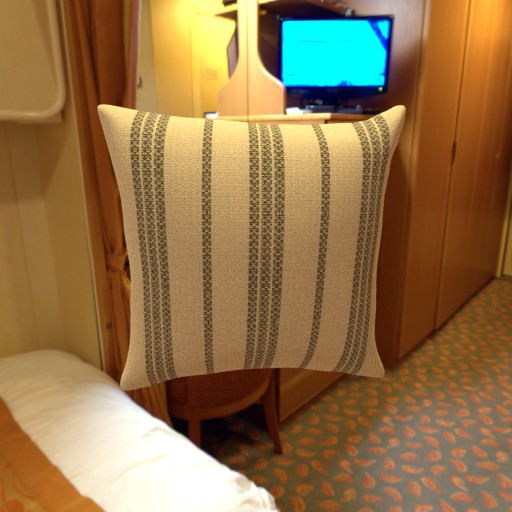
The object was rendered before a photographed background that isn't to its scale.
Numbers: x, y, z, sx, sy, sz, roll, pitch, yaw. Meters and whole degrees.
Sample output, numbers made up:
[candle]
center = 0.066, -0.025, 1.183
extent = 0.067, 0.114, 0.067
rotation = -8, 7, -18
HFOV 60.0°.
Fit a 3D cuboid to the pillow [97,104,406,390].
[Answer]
[pillow]
center = 0.000, 0.000, 0.627
extent = 0.405, 0.406, 0.173
rotation = -2, 16, -5
